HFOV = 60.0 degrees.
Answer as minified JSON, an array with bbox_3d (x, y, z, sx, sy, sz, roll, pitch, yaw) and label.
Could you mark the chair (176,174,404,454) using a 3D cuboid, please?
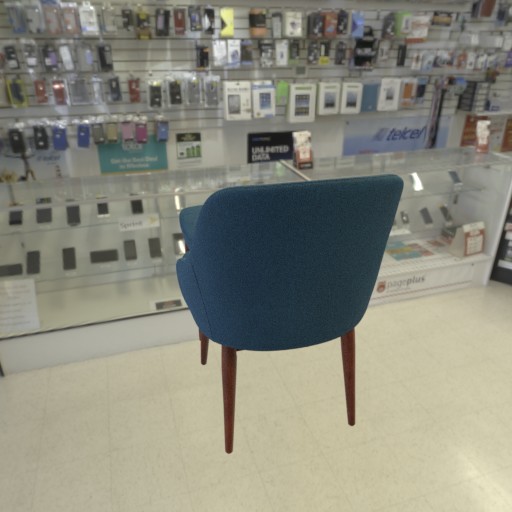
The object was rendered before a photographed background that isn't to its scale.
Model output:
[{"bbox_3d":[0.000,0.000,1.580,0.584,0.866,1.114,-7,27,-14],"label":"chair"}]
